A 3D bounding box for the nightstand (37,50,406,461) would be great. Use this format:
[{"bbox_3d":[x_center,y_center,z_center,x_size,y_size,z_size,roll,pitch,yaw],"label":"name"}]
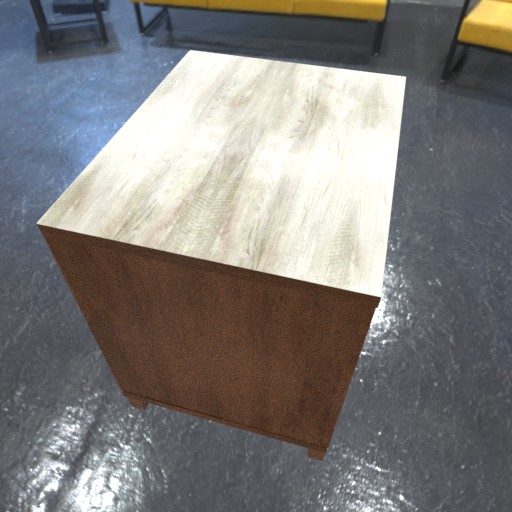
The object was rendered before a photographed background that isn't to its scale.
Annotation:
[{"bbox_3d":[0.000,0.000,0.721,0.347,0.448,0.427,12,49,10],"label":"nightstand"}]
